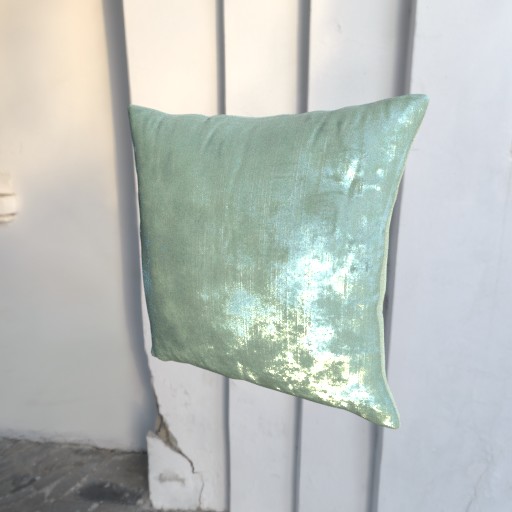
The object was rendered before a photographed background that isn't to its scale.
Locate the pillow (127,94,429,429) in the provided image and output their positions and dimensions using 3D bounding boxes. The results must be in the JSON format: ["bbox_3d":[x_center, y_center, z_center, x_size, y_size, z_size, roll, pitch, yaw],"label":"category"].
[{"bbox_3d":[0.000,0.000,0.690,0.470,0.464,0.175,7,16,27],"label":"pillow"}]
